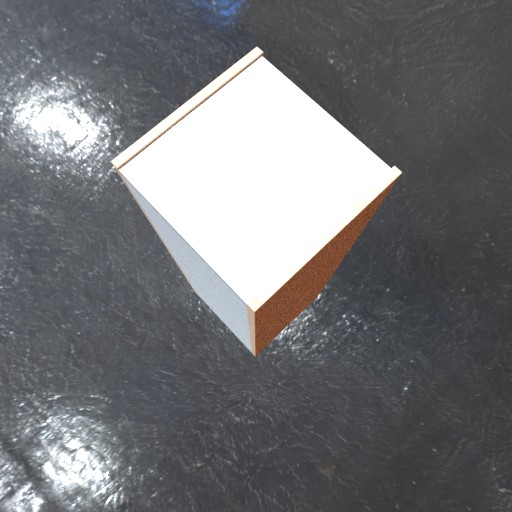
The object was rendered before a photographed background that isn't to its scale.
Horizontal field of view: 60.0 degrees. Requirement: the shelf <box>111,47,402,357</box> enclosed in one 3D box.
[{"bbox_3d":[0.000,0.000,1.065,0.290,0.900,0.300,-42,78,-11],"label":"shelf"}]
